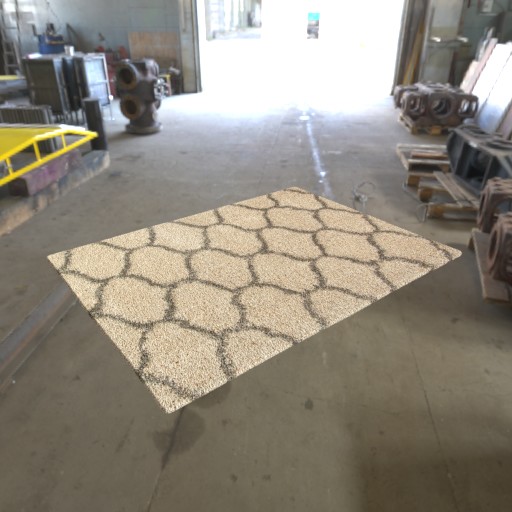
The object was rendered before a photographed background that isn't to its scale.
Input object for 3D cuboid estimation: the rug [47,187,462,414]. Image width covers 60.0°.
[{"bbox_3d":[0.000,0.000,2.122,1.600,0.025,1.200,-20,34,-33],"label":"rug"}]
